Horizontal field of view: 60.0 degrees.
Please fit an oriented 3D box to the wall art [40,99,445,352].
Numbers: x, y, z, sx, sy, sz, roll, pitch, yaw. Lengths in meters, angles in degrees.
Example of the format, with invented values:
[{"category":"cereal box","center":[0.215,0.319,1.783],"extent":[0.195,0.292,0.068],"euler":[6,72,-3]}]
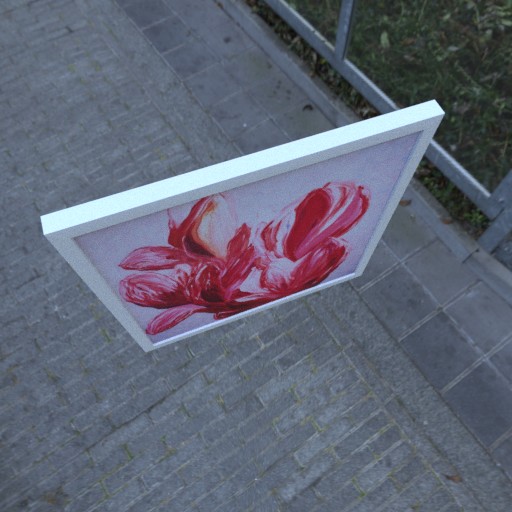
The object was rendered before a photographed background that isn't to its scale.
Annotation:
[{"category":"wall art","center":[0.000,0.000,0.679],"extent":[0.455,0.453,0.023],"euler":[-19,65,-9]}]
